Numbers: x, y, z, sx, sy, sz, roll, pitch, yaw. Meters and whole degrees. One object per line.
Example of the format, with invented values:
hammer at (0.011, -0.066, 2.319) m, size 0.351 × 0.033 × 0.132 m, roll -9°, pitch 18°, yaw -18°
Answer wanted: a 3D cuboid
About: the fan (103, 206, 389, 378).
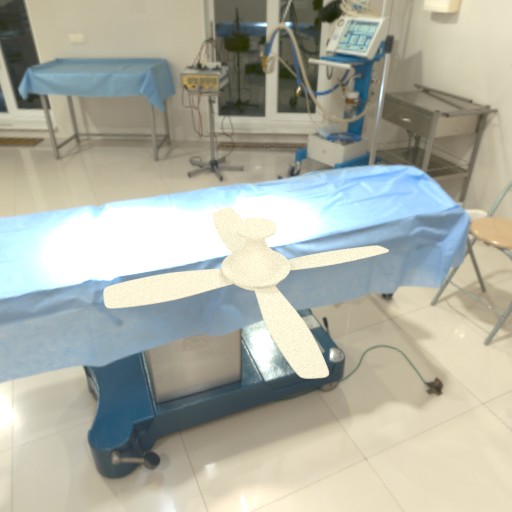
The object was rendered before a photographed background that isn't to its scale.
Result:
fan at (0.000, 0.000, 2.512) m, size 1.694 × 0.382 × 1.693 m, roll -10°, pitch 33°, yaw -15°
